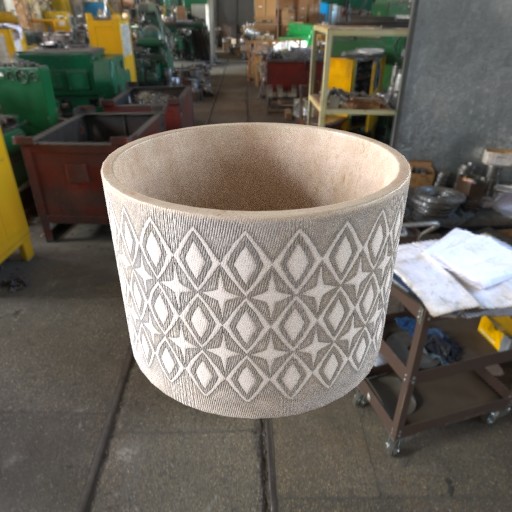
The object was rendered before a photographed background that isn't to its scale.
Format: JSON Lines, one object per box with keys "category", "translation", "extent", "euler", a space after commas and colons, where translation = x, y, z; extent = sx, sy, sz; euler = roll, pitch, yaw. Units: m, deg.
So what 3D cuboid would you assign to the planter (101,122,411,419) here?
{"category": "planter", "translation": [0.000, 0.000, 0.276], "extent": [0.164, 0.127, 0.164], "euler": [0, 29, 0]}
